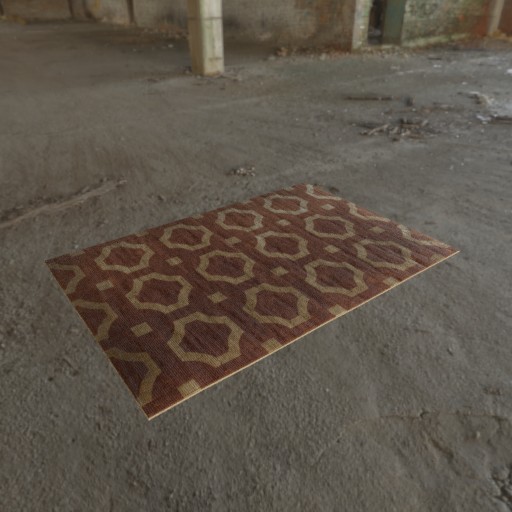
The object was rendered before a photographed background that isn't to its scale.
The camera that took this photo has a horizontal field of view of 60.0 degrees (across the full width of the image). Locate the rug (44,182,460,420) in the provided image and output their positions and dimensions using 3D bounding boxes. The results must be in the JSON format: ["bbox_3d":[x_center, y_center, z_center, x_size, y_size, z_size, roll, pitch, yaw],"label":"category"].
[{"bbox_3d":[0.000,0.000,2.942,2.286,0.016,1.555,-21,37,-31],"label":"rug"}]
